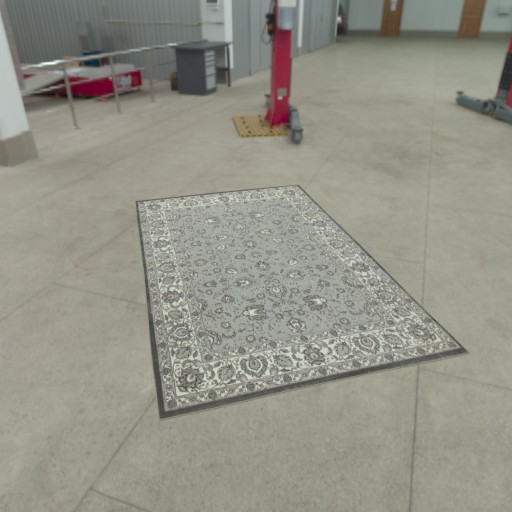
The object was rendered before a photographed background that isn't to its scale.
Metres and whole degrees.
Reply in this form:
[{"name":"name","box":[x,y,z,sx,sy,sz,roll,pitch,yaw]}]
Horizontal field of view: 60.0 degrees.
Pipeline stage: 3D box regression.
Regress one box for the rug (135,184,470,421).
[{"name":"rug","box":[0.000,0.000,3.030,1.524,0.011,2.438,-8,31,-13]}]
